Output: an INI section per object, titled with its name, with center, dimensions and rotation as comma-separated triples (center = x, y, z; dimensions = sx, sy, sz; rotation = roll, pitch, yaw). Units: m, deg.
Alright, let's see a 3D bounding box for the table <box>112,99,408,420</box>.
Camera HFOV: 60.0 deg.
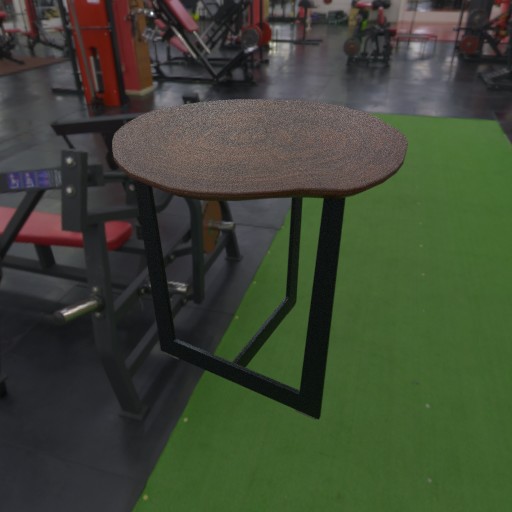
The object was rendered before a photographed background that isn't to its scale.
[table]
center = 0.000, 0.000, 0.852
dimensions = 0.477, 0.476, 0.494
rotation = 10, 33, 16
